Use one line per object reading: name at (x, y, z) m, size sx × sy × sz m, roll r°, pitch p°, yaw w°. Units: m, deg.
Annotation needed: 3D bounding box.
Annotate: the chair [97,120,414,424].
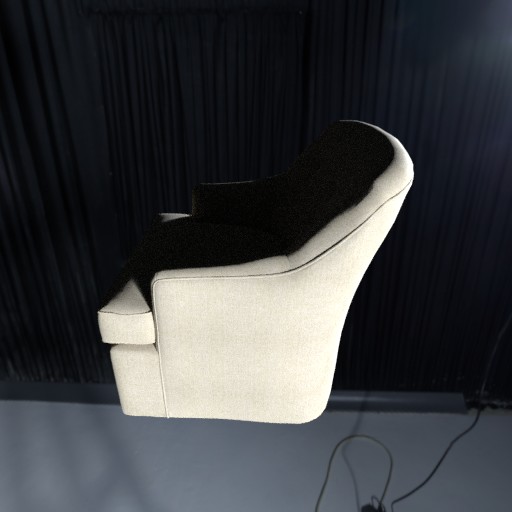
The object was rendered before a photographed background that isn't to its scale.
chair at (0.000, 0.000, 1.591) m, size 0.923 × 0.856 × 0.864 m, roll 1°, pitch 27°, yaw 1°
